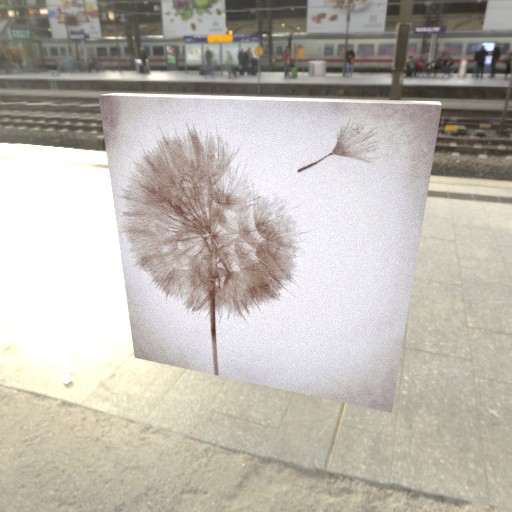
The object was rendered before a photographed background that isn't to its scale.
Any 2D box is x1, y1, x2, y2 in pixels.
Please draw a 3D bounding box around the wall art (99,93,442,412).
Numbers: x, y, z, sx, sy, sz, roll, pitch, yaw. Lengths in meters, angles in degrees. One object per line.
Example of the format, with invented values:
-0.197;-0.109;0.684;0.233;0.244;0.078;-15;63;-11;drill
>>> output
0.000;0.000;0.450;0.303;0.303;0.028;7;25;16;wall art
